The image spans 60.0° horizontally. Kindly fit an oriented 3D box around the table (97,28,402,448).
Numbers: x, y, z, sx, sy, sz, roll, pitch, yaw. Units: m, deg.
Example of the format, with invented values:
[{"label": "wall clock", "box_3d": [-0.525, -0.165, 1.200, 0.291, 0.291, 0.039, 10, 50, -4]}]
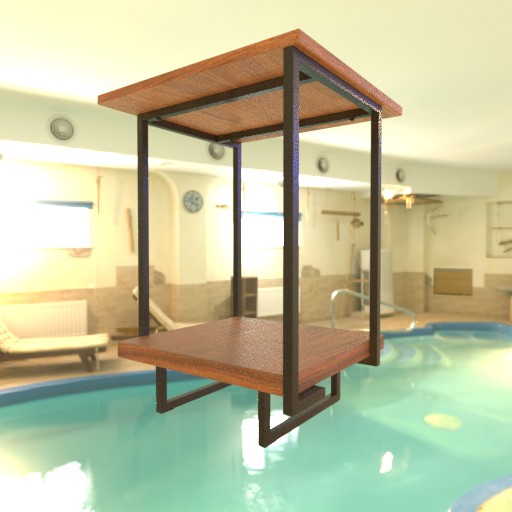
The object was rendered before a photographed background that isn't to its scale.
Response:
[{"label": "table", "box_3d": [0.000, 0.000, 0.820, 0.411, 0.567, 0.384, 1, 2, 36]}]
